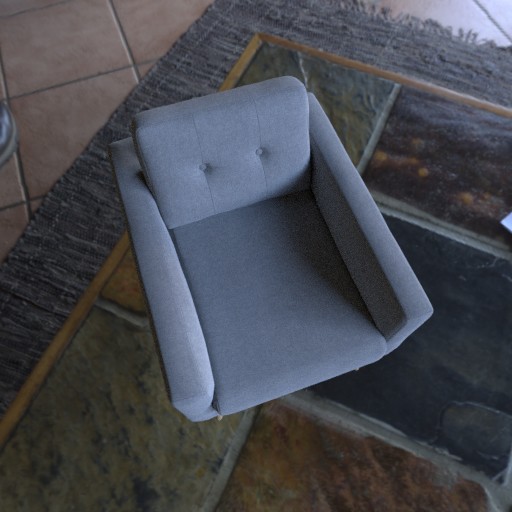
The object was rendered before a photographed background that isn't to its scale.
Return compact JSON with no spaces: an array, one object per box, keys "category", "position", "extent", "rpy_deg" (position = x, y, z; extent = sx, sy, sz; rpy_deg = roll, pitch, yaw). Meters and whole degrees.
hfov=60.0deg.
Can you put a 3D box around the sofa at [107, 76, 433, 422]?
[{"category":"sofa","position":[0.000,0.000,1.532],"extent":[0.770,0.860,0.920],"rpy_deg":[-17,65,-8]}]
